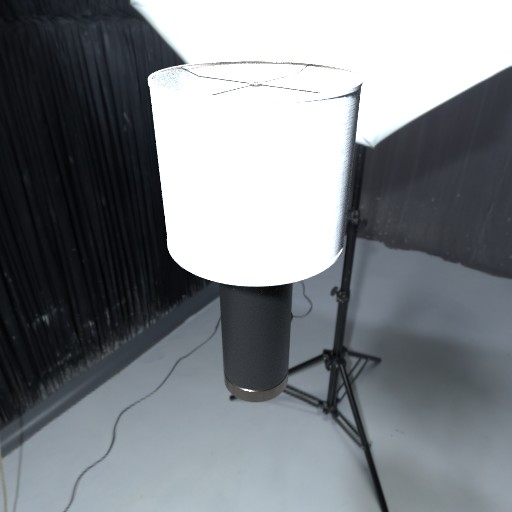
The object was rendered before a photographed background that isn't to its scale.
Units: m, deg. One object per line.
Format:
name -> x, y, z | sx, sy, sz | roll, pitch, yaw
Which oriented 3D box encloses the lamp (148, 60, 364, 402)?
lamp -> 0.000, 0.000, 0.630 | 0.241, 0.482, 0.240 | 21, 37, 31
